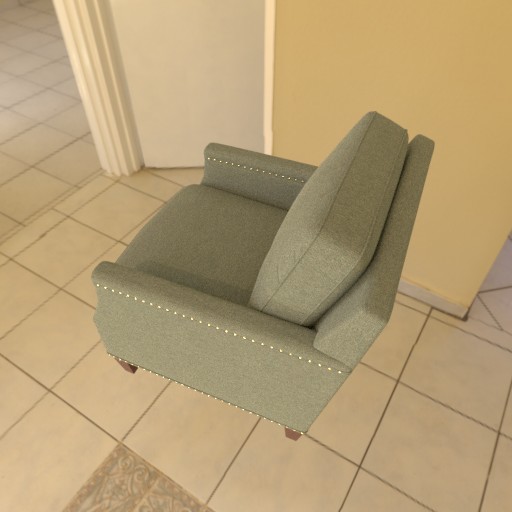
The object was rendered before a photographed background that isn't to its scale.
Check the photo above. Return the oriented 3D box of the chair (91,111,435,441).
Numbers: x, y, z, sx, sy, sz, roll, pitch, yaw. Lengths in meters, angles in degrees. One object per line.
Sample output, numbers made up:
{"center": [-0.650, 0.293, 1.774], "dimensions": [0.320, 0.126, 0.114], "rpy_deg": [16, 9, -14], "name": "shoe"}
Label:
{"center": [0.000, 0.000, 1.719], "dimensions": [1.031, 1.031, 0.885], "rpy_deg": [17, 48, 16], "name": "chair"}
